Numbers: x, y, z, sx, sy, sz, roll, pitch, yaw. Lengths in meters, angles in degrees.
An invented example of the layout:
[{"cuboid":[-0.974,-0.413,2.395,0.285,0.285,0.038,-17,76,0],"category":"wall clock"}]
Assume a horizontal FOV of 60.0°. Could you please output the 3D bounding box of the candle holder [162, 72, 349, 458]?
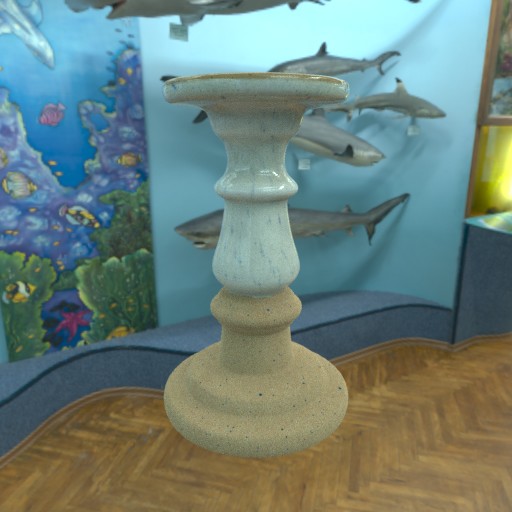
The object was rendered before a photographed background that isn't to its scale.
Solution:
[{"cuboid":[0.000,0.000,0.277,0.123,0.202,0.123,0,15,0],"category":"candle holder"}]
